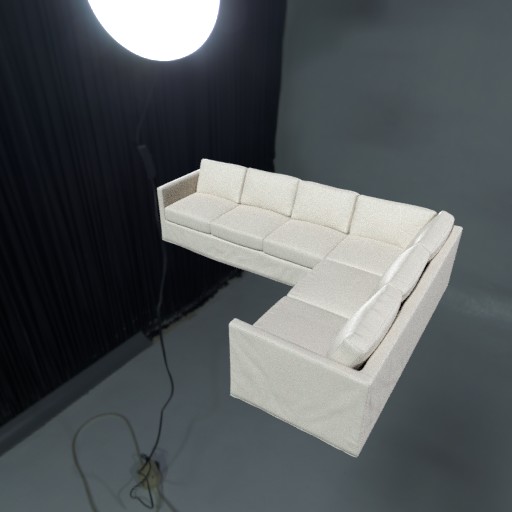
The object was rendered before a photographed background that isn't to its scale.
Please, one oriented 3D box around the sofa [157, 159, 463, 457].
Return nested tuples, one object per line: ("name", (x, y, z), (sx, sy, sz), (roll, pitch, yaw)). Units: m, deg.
("sofa", (0.000, 0.000, 4.267), (3.182, 0.871, 2.432), (19, 35, 29))
